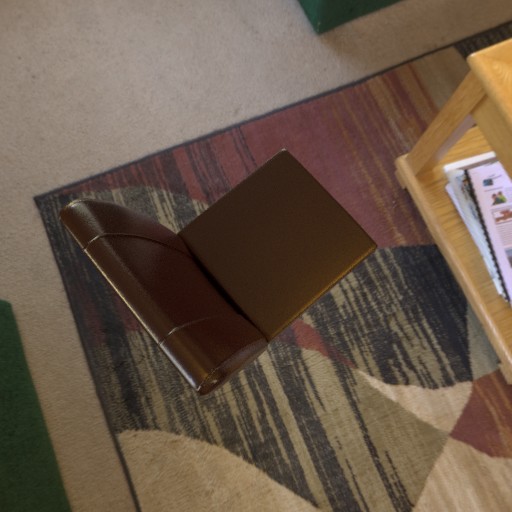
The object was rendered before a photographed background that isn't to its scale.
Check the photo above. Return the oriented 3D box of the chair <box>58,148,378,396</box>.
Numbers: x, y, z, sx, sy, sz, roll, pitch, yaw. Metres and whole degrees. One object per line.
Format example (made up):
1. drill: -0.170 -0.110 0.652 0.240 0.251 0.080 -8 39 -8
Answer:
1. chair: 0.000 0.000 1.163 0.556 0.897 0.399 -40 79 -9
